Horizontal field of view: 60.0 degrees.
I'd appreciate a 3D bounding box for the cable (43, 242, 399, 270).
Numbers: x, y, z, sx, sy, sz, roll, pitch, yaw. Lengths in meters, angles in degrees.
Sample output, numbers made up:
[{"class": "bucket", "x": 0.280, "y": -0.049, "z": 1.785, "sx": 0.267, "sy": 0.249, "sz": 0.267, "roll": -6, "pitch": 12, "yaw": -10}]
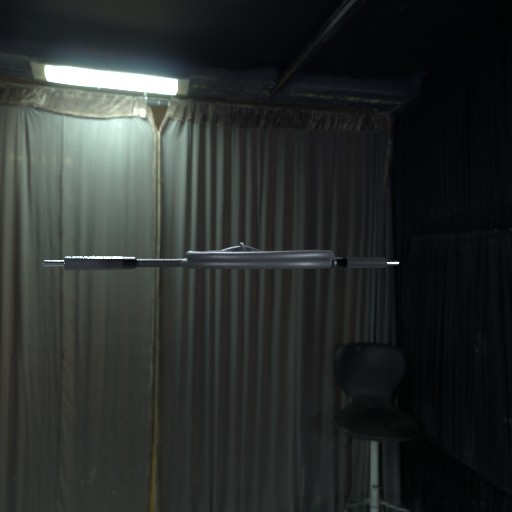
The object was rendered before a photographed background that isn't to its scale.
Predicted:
[{"class": "cable", "x": 0.000, "y": 0.000, "z": 0.206, "sx": 0.186, "sy": 0.014, "sz": 0.070, "roll": 0, "pitch": -1, "yaw": -18}]
